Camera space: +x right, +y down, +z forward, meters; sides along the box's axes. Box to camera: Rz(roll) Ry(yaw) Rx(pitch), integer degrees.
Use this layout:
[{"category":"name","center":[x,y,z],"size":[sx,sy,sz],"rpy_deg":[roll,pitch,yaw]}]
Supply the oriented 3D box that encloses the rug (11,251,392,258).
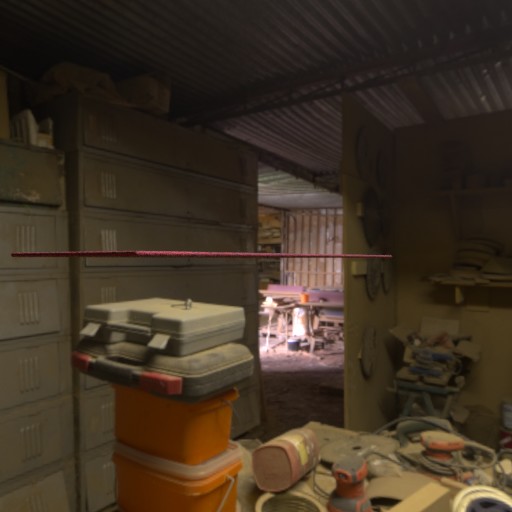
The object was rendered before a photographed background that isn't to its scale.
[{"category":"rug","center":[0.000,0.000,2.630],"size":[0.813,0.018,2.439],"rpy_deg":[0,0,36]}]
